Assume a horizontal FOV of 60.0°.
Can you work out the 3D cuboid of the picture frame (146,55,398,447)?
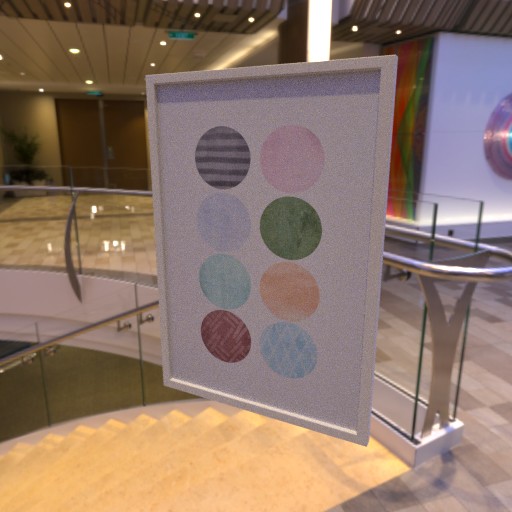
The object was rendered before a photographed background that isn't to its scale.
[{"bbox_3d":[0.000,0.000,0.549,0.305,0.434,0.013,7,16,26],"label":"picture frame"}]
